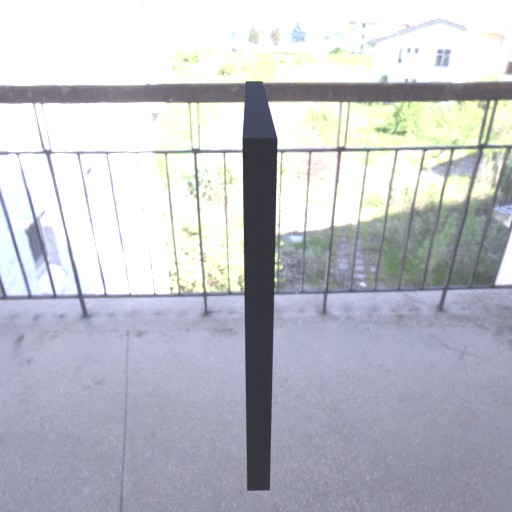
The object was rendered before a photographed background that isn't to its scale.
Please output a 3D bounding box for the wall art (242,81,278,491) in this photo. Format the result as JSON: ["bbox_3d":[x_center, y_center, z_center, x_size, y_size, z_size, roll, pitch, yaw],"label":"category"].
[{"bbox_3d":[0.000,0.000,0.755,0.033,0.507,0.508,0,27,-1],"label":"wall art"}]
